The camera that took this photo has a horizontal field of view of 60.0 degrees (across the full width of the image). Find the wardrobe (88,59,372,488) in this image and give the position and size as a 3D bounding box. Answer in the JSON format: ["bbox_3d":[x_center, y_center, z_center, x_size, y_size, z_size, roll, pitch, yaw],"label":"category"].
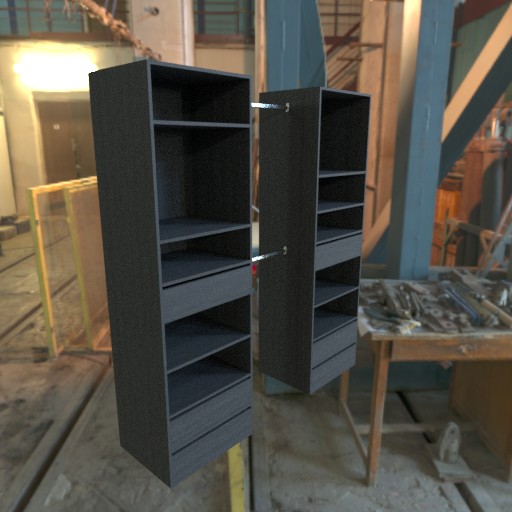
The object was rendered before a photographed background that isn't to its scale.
[{"bbox_3d":[0.000,0.000,2.765,0.480,2.000,1.770,13,19,41],"label":"wardrobe"}]
